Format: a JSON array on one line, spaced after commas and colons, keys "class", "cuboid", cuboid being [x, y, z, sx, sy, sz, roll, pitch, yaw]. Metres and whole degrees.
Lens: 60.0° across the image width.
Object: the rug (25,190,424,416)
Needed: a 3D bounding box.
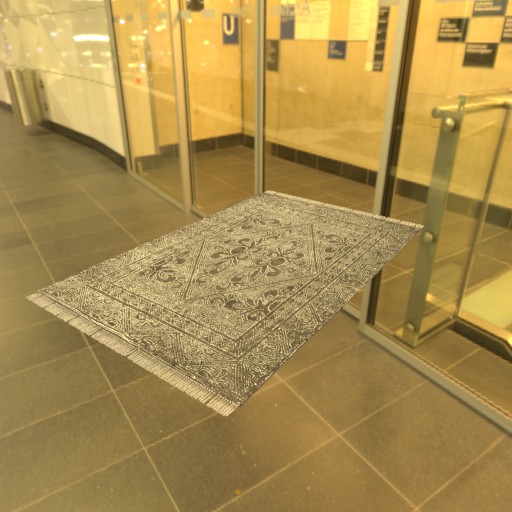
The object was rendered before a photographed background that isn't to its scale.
[{"class": "rug", "cuboid": [0.000, 0.000, 3.026, 1.529, 0.010, 2.440, 18, 32, 32]}]
